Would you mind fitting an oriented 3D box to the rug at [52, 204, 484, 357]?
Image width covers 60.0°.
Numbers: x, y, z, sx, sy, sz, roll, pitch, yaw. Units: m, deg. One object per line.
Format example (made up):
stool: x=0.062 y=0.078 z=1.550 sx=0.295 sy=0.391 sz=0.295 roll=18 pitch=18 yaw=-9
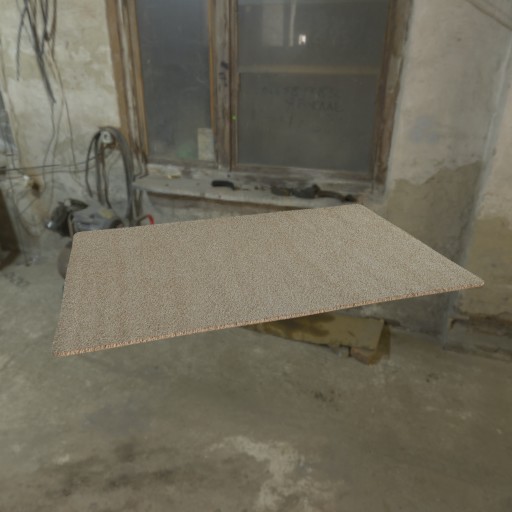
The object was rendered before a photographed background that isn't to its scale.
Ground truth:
rug: x=0.000 y=0.000 z=2.923 sx=2.349 sy=0.026 sz=1.500 roll=-7 pitch=26 yaw=-15
